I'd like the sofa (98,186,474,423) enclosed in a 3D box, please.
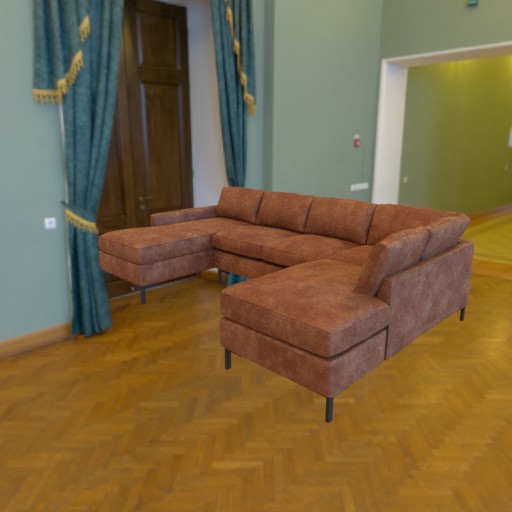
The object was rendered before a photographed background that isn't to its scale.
[{"bbox_3d":[0.000,0.000,3.810,2.956,0.900,1.939,14,21,43],"label":"sofa"}]
